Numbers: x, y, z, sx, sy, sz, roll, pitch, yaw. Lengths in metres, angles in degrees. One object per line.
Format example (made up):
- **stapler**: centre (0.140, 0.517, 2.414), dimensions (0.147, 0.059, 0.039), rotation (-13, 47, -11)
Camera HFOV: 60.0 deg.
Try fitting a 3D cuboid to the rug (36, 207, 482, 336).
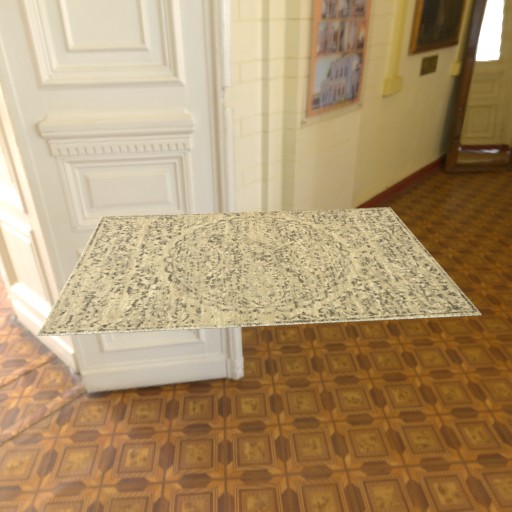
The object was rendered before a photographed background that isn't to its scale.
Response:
- **rug**: centre (0.000, 0.000, 3.087), dimensions (2.447, 0.021, 1.527), rotation (-2, 30, -4)
